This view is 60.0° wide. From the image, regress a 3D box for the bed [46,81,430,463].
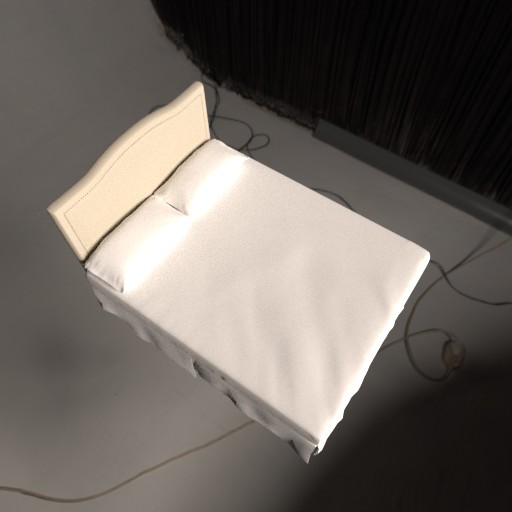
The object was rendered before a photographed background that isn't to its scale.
[{"bbox_3d":[0.000,0.000,3.663,2.477,1.437,1.977,31,64,17],"label":"bed"}]
